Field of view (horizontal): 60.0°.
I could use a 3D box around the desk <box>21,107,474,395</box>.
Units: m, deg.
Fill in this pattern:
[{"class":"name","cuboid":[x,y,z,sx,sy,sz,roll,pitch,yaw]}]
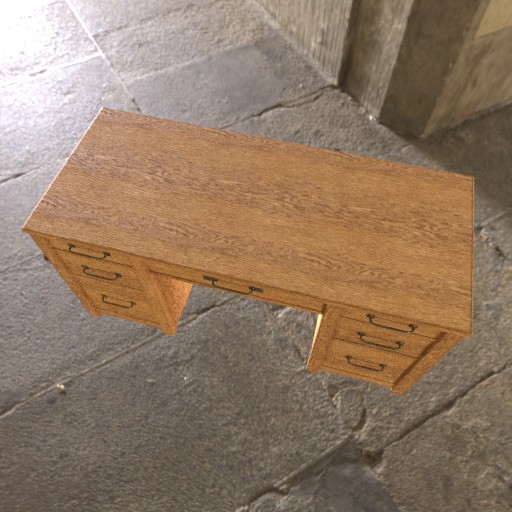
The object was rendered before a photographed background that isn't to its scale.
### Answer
[{"class":"desk","cuboid":[0.000,0.000,1.966,1.567,0.751,0.685,13,59,8]}]
